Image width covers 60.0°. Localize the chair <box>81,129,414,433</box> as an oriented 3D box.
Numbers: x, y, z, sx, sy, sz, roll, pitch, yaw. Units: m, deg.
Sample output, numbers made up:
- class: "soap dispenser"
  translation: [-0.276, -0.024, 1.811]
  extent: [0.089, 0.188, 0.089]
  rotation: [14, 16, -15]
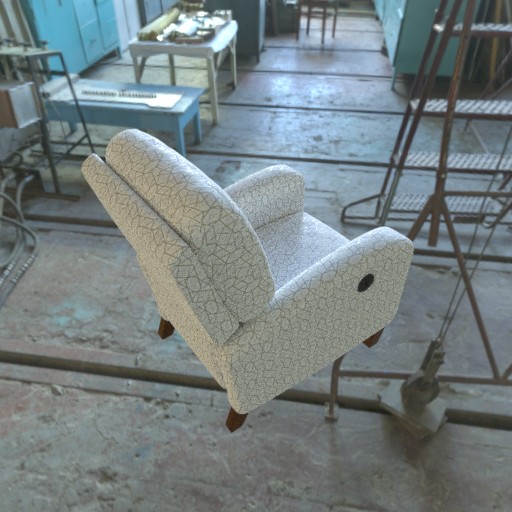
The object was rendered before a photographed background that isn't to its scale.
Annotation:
- class: "chair"
  translation: [0.000, 0.000, 1.786]
  extent: [0.995, 1.064, 0.796]
  rotation: [-25, 46, -27]
